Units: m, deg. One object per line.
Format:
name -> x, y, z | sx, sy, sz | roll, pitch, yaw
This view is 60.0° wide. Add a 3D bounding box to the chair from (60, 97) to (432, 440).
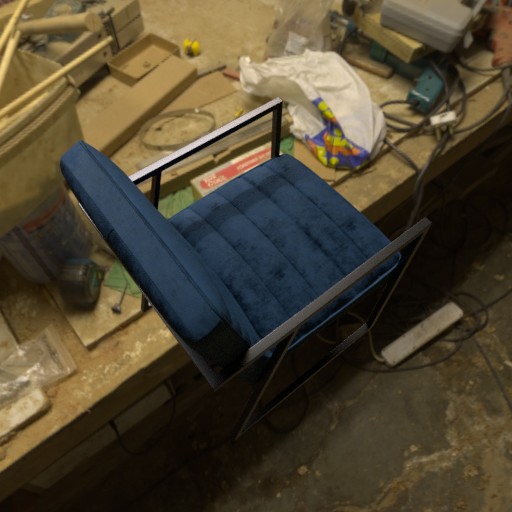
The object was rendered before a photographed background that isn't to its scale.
chair -> 0.000, 0.000, 1.235 | 0.677, 0.833, 0.571 | -33, 64, -19
